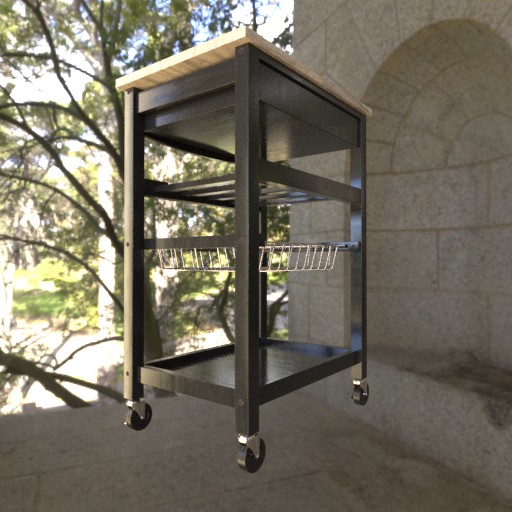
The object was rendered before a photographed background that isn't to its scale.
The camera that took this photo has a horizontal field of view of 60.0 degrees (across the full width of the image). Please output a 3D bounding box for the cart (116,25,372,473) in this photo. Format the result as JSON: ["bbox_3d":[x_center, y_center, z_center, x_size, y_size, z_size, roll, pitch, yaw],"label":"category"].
[{"bbox_3d":[0.000,0.000,1.162,0.403,0.839,0.584,-1,-1,38],"label":"cart"}]
